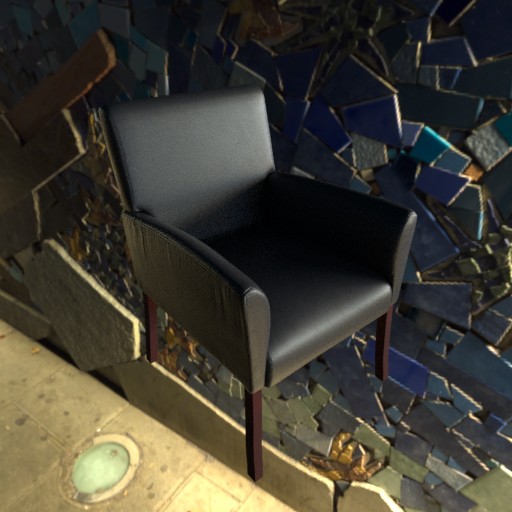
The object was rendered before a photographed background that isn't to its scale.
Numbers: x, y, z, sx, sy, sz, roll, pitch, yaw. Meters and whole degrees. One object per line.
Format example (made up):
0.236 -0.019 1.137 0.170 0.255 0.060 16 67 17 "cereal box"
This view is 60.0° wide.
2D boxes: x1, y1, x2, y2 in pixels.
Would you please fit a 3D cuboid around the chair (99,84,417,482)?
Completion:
0.000 0.000 1.496 0.683 0.951 0.772 -23 37 -34 "chair"
